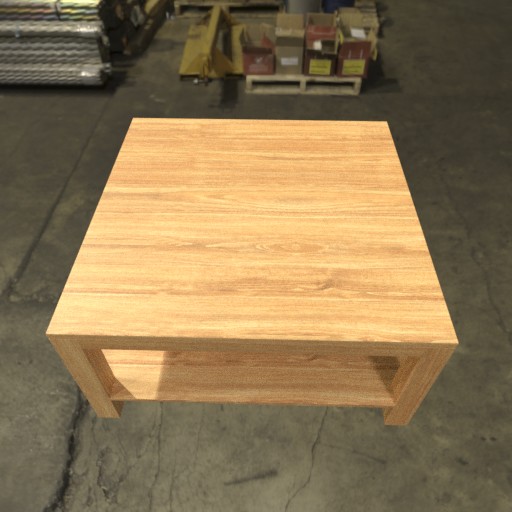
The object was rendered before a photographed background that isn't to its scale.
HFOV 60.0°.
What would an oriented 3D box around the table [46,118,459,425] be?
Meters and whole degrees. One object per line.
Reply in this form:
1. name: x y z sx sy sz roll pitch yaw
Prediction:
1. table: 0.000 0.000 1.433 0.900 0.450 0.900 1 47 1
